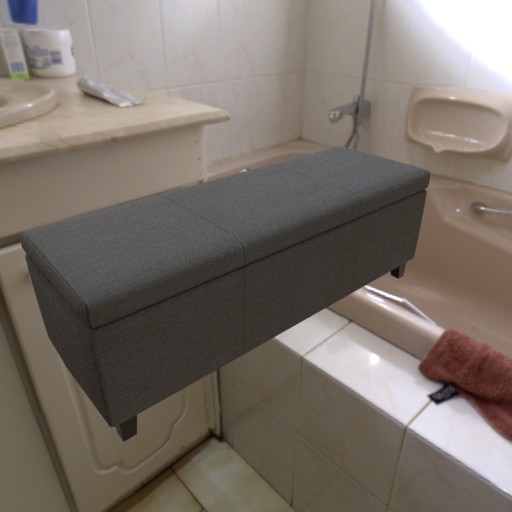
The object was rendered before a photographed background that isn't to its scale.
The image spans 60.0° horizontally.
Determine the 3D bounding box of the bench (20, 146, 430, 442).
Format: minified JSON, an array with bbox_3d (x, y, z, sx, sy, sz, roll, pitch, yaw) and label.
[{"bbox_3d":[0.000,0.000,1.444,1.269,0.438,0.446,-23,36,-34],"label":"bench"}]
